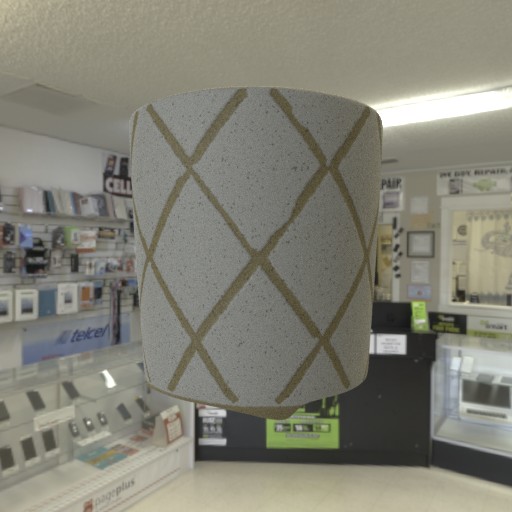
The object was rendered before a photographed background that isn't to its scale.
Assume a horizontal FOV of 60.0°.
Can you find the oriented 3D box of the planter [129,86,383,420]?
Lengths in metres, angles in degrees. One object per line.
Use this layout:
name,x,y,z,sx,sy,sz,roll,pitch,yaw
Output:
planter,0.000,0.000,0.415,0.228,0.235,0.228,0,1,0
